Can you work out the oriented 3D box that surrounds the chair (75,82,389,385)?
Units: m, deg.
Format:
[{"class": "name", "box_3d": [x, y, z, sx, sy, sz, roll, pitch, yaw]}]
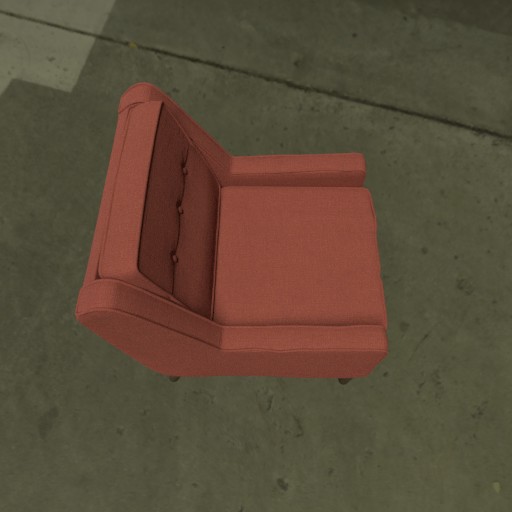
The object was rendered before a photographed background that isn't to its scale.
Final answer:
[{"class": "chair", "box_3d": [0.000, 0.000, 1.385, 0.770, 0.812, 0.680, 1, 63, 0]}]
